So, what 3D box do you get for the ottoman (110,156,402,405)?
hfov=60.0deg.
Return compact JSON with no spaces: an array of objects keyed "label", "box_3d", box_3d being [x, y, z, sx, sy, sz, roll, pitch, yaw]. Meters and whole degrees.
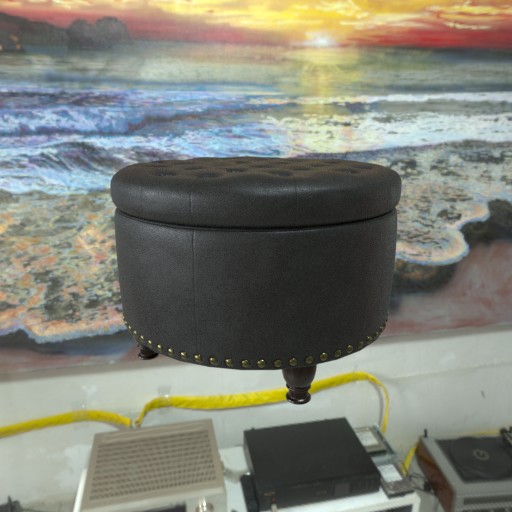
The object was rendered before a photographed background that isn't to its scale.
[{"label":"ottoman","box_3d":[0.000,0.000,1.064,0.637,0.442,0.637,0,16,0]}]
